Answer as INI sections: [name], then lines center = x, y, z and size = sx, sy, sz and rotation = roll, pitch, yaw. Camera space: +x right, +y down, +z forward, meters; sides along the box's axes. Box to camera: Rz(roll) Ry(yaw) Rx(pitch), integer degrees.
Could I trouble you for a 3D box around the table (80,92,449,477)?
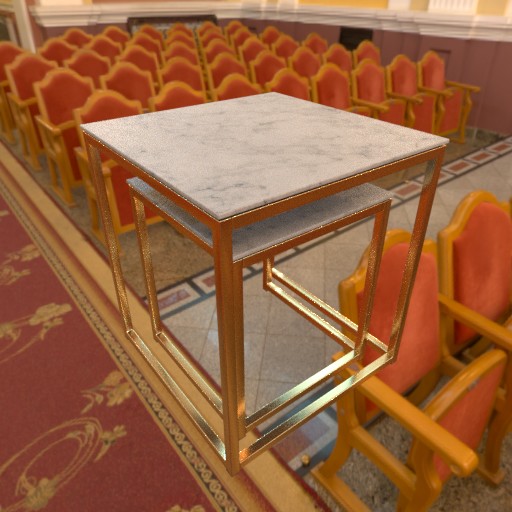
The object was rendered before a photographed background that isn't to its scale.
[table]
center = 0.000, 0.000, 0.888
size = 0.450, 0.500, 0.450
rotation = -22, 38, -31
